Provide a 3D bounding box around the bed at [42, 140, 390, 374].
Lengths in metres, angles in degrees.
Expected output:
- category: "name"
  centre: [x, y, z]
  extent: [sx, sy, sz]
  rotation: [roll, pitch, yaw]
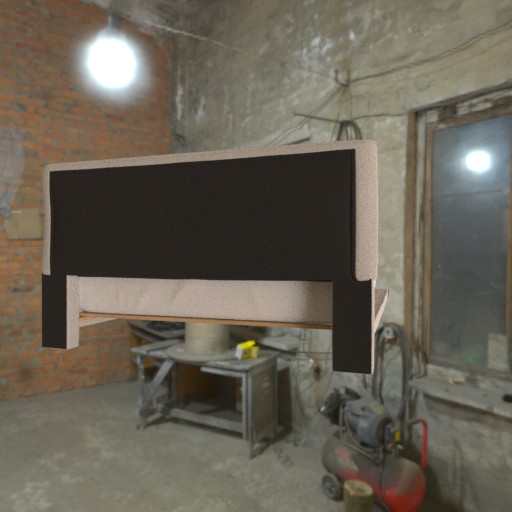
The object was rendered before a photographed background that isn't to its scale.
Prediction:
- category: "bed"
  centre: [0.000, 0.000, 3.510]
  extent: [1.980, 1.126, 2.498]
  rotation: [0, 0, 18]
